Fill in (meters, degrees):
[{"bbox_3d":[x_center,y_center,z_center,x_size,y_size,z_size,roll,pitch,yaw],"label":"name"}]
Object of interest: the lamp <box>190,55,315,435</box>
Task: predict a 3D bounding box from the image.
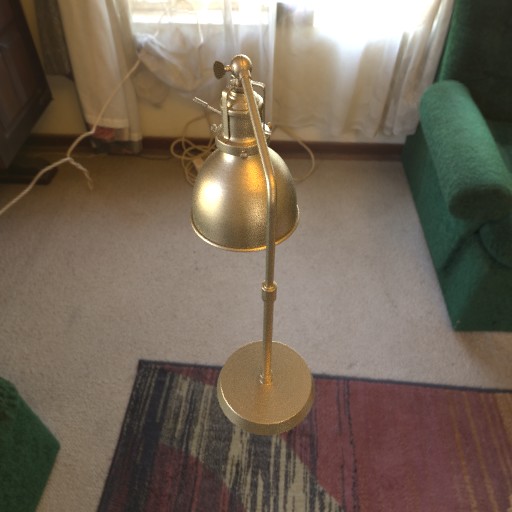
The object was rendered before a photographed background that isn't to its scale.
[{"bbox_3d":[0.000,0.000,0.573,0.153,0.456,0.286,-10,47,-9],"label":"lamp"}]
